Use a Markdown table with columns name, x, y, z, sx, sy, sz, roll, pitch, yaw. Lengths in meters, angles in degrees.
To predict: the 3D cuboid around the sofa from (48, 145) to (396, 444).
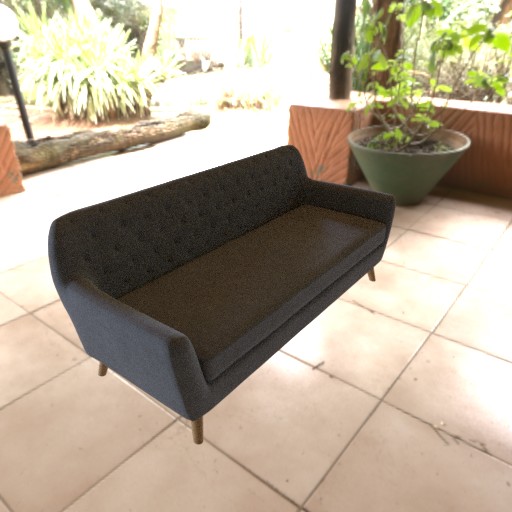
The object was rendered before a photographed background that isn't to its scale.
| name | x | y | z | sx | sy | sz | roll | pitch | yaw |
| --- | --- | --- | --- | --- | --- | --- | --- | --- | --- |
| sofa | 0.000 | 0.000 | 2.460 | 0.830 | 0.830 | 1.970 | 19 | 32 | 33 |
